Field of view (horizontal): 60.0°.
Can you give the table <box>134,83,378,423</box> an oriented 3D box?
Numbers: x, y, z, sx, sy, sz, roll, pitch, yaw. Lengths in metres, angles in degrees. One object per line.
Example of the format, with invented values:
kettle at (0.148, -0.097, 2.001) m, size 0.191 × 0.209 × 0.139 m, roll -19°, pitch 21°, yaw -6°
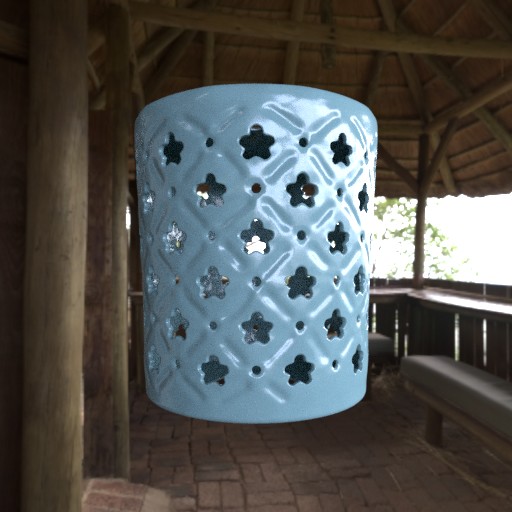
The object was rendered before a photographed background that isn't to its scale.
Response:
table at (0.000, 0.000, 0.658) m, size 0.352 × 0.387 × 0.352 m, roll 0°, pitch -1°, yaw 0°
